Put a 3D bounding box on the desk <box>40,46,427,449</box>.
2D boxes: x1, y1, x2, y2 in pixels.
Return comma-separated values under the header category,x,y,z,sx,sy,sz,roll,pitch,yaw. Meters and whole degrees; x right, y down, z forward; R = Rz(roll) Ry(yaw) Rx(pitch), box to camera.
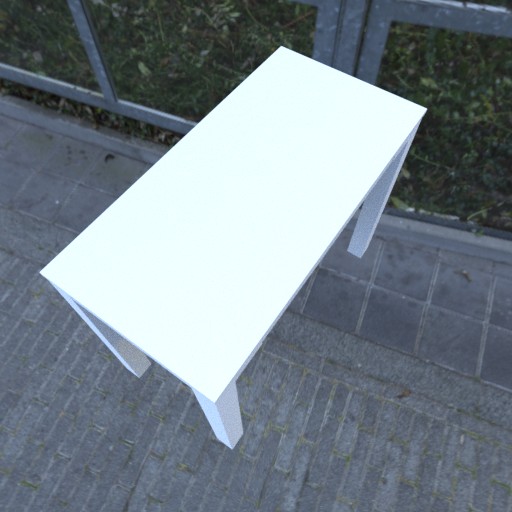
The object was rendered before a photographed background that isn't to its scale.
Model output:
category,x,y,z,sx,sy,sz,roll,pitch,yaw
desk,0.000,0.000,1.459,0.497,0.762,0.990,31,65,17
